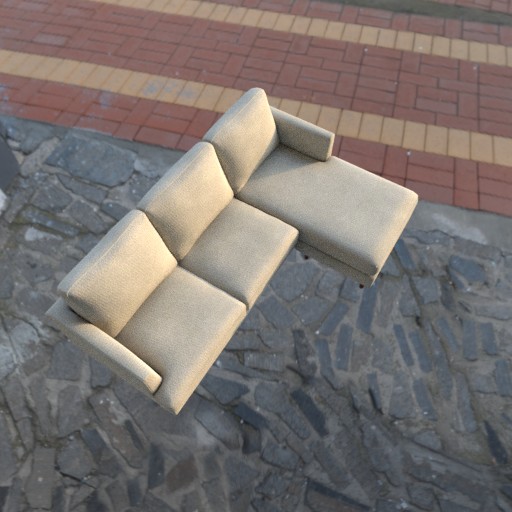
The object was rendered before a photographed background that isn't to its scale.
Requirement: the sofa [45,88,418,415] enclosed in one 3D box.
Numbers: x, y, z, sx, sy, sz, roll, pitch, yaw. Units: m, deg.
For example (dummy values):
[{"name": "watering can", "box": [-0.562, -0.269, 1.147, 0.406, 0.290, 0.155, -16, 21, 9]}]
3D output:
[{"name": "sofa", "box": [0.000, 0.000, 3.016, 1.504, 0.956, 2.233, 29, 63, 16]}]
